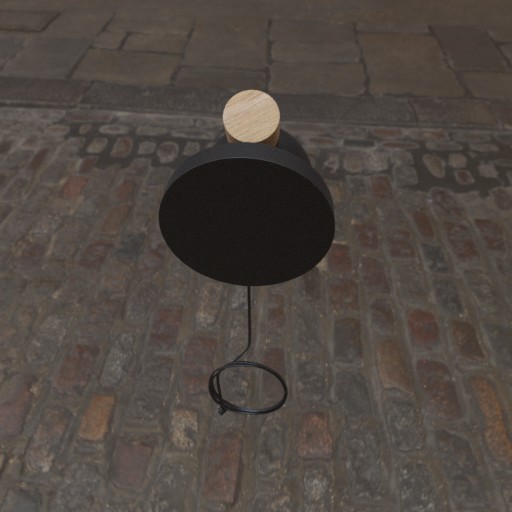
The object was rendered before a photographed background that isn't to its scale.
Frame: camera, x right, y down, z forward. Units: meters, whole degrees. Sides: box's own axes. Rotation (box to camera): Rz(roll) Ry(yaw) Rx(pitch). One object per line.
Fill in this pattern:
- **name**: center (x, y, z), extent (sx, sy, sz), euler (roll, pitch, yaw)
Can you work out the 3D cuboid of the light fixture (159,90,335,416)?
- **light fixture**: center (0.000, 0.000, 0.484), extent (0.127, 0.401, 0.203), euler (3, 46, 3)
